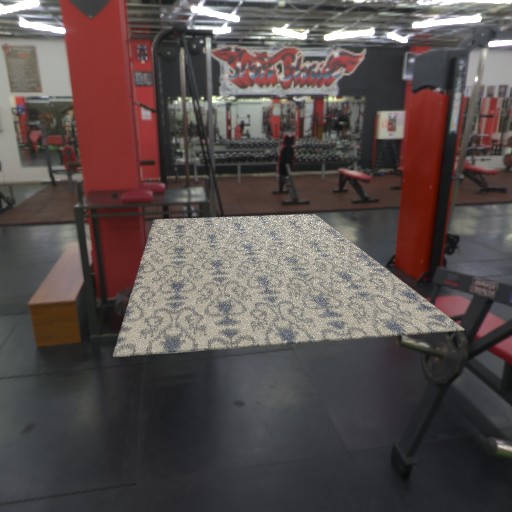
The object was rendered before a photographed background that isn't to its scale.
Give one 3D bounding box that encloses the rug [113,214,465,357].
[{"bbox_3d":[0.000,0.000,2.044,1.035,0.006,1.652,-3,18,-8],"label":"rug"}]
